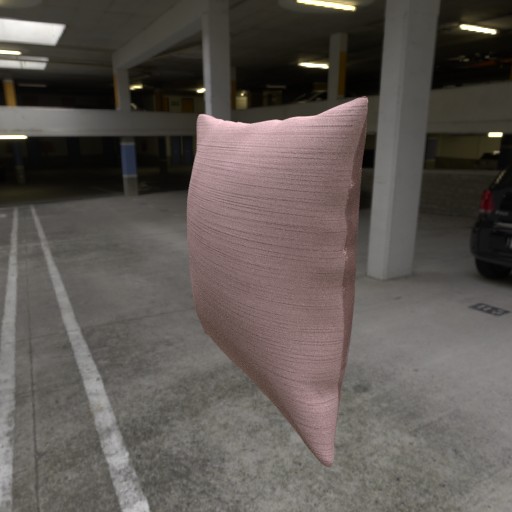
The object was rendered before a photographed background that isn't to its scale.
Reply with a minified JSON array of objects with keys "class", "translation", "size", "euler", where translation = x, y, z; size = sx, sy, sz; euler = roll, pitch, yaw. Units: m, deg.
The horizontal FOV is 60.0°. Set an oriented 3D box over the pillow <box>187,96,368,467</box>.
[{"class":"pillow","translation":[0.000,0.000,0.724],"size":[0.175,0.464,0.470],"euler":[-8,18,-27]}]
